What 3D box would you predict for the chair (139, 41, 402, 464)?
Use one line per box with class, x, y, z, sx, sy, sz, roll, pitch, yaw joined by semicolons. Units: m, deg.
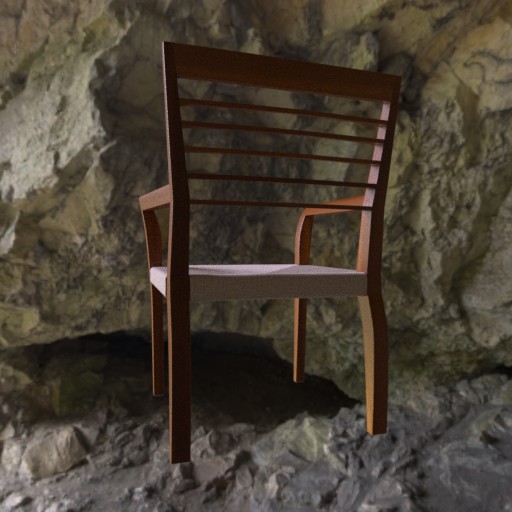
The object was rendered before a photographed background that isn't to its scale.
chair;0.000;0.000;1.203;0.587;0.855;0.540;0;0;-18
